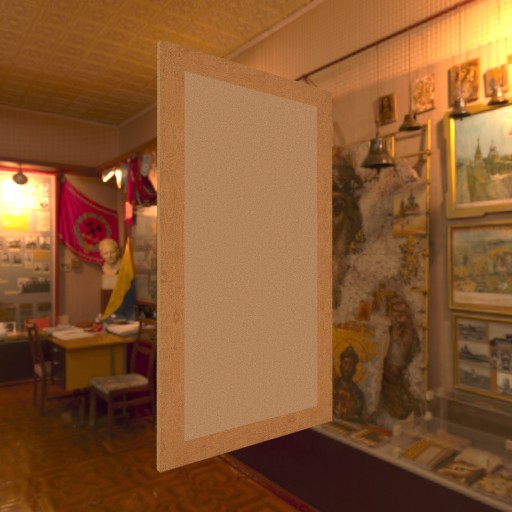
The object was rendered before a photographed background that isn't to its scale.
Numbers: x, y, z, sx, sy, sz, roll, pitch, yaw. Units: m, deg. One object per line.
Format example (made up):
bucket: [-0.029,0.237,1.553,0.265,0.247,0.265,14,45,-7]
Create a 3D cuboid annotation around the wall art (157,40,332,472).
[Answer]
wall art: [0.000,0.000,0.815,0.381,0.683,0.013,0,0,-36]
